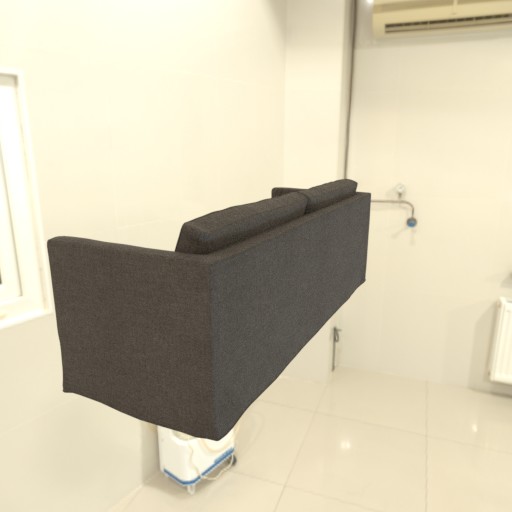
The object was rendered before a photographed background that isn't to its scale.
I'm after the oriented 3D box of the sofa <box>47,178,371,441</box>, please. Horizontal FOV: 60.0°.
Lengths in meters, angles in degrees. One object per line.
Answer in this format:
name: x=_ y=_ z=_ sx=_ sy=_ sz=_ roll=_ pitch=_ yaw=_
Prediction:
sofa: x=0.000 y=0.000 z=3.270 sx=1.036 sy=0.998 sz=2.779 roll=8 pitch=17 yaw=26
